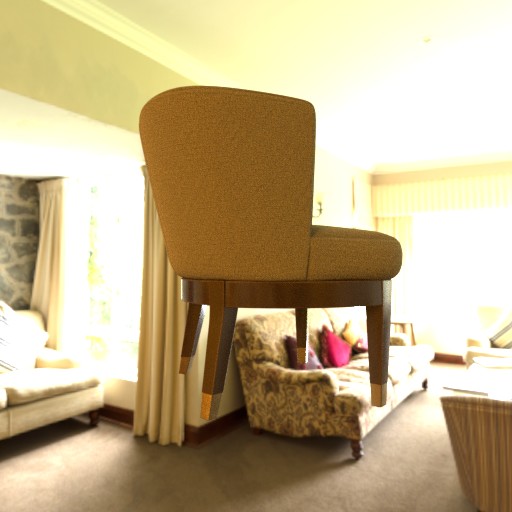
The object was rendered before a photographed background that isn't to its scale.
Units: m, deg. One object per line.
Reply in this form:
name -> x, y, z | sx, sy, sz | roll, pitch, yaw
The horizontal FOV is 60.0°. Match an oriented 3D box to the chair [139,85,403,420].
chair -> 0.000, 0.000, 1.286 | 0.660, 0.760, 0.700 | 0, -1, -16
